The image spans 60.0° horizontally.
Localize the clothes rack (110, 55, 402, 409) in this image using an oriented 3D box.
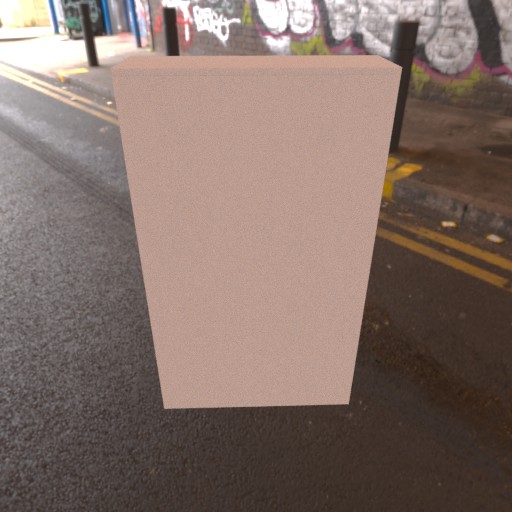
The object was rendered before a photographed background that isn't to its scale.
[{"bbox_3d":[0.000,0.000,1.576,0.750,1.280,0.250,-1,31,-2],"label":"clothes rack"}]
